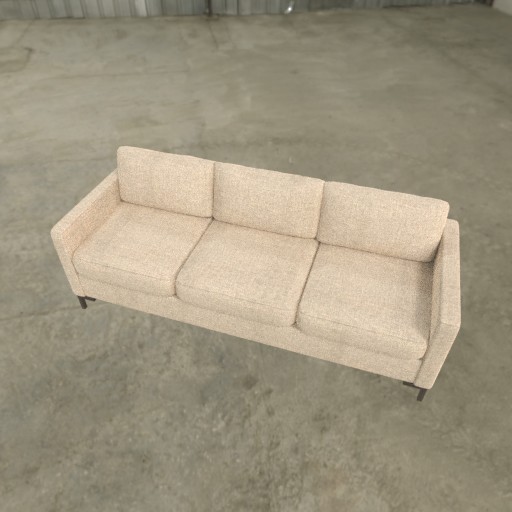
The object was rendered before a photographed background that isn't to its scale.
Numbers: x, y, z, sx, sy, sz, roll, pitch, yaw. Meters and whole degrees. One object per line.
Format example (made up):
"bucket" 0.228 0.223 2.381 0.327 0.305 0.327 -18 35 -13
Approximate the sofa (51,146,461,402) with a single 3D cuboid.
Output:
"sofa" 0.000 0.000 2.685 2.218 0.874 0.859 12 43 13
